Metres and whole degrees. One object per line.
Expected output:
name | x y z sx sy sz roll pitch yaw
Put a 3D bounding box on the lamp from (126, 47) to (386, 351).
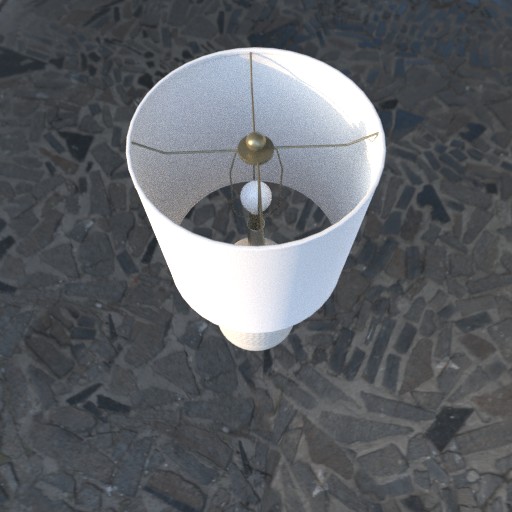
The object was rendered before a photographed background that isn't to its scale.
lamp | 0.000 0.000 0.498 0.188 0.392 0.188 33 68 15
